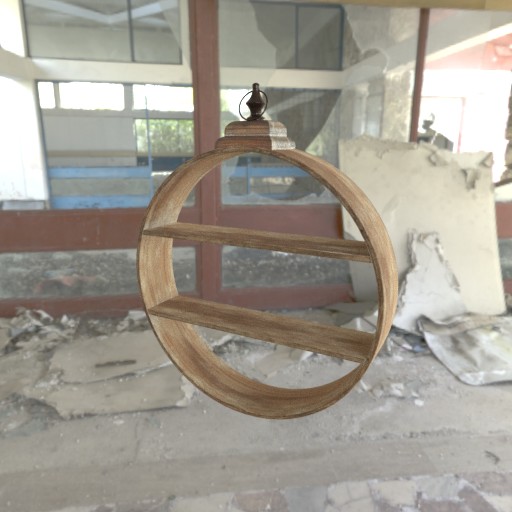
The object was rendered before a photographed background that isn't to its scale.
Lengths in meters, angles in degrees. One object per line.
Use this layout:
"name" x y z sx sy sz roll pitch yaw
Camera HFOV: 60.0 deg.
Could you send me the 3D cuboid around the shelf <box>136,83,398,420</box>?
"shelf" 0.000 0.000 0.988 0.601 0.725 0.125 8 16 28
